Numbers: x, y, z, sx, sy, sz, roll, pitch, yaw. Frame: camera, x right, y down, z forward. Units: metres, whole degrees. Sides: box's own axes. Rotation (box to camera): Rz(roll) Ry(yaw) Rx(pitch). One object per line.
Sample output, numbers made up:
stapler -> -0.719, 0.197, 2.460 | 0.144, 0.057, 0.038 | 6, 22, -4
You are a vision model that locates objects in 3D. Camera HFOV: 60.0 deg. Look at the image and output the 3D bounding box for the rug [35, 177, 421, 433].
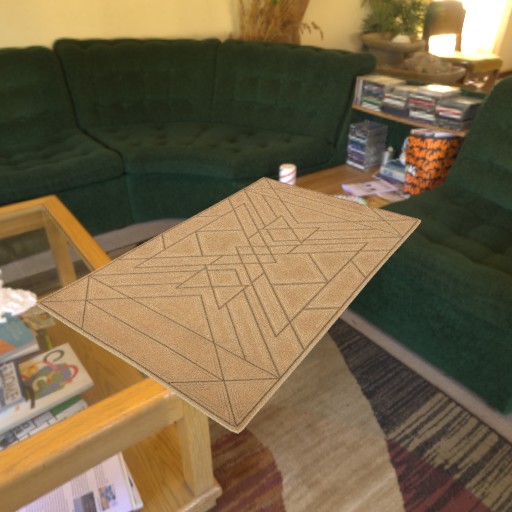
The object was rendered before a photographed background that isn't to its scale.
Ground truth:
rug -> 0.000, 0.000, 3.161 | 1.575, 0.023, 2.459 | 21, 38, 30
